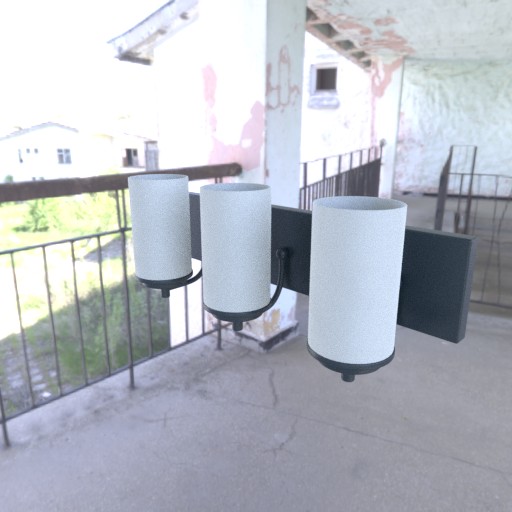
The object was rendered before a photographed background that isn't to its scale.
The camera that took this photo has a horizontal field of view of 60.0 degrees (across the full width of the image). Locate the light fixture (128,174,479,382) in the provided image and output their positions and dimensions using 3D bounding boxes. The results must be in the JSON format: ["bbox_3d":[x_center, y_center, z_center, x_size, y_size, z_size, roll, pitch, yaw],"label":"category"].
[{"bbox_3d":[0.000,0.000,0.536,0.145,0.172,0.451,-15,22,-43],"label":"light fixture"}]
